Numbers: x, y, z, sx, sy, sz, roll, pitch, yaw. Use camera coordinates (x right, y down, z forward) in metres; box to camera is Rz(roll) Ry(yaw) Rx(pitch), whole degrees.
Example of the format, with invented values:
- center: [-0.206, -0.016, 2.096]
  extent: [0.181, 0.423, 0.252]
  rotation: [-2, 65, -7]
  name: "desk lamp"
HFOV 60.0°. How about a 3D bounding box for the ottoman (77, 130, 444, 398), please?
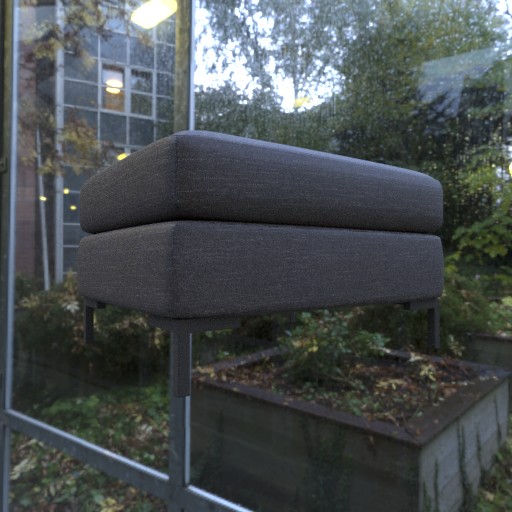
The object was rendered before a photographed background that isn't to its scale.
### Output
- center: [0.000, 0.000, 1.225]
  extent: [0.820, 0.490, 0.671]
  rotation: [1, -1, -35]
  name: "ottoman"
